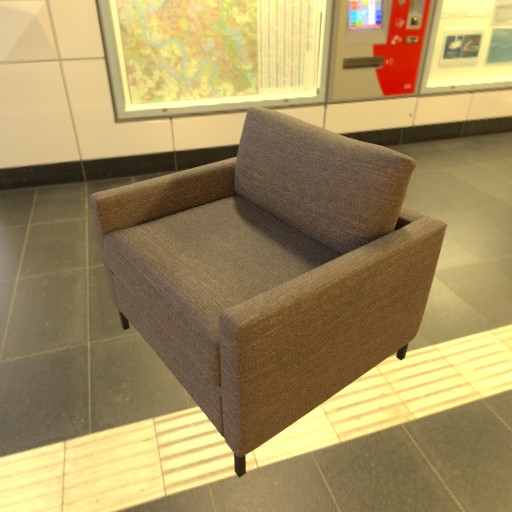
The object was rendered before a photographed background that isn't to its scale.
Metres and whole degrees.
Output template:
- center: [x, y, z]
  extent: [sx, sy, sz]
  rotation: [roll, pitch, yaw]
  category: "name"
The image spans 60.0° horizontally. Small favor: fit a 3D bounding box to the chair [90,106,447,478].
- center: [0.000, 0.000, 1.581]
  extent: [0.845, 0.841, 0.940]
  rotation: [-22, 38, -31]
  category: "chair"
